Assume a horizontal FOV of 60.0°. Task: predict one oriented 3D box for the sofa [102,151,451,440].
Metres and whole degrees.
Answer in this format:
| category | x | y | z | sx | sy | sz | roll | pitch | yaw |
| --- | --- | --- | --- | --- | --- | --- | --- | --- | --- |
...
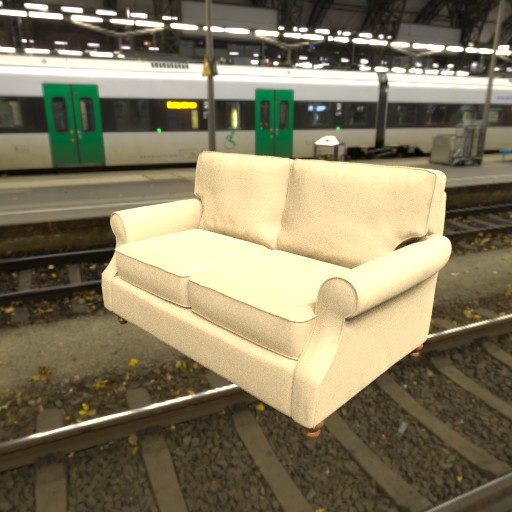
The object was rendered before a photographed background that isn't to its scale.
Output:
| category | x | y | z | sx | sy | sz | roll | pitch | yaw |
| --- | --- | --- | --- | --- | --- | --- | --- | --- | --- |
| sofa | 0.000 | 0.000 | 2.234 | 1.665 | 0.937 | 0.964 | 16 | 24 | 42 |
